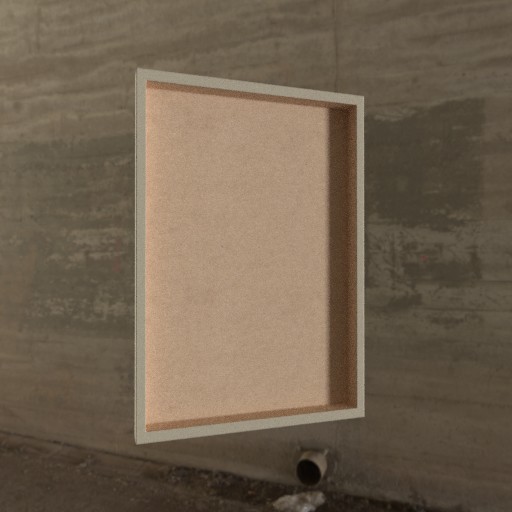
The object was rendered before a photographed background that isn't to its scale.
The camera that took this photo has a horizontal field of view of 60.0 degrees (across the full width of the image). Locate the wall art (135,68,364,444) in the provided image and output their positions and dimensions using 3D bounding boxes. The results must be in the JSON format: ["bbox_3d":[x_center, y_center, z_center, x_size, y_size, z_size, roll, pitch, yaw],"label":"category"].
[{"bbox_3d":[0.000,0.000,0.796,0.418,0.608,0.038,0,0,-17],"label":"wall art"}]
